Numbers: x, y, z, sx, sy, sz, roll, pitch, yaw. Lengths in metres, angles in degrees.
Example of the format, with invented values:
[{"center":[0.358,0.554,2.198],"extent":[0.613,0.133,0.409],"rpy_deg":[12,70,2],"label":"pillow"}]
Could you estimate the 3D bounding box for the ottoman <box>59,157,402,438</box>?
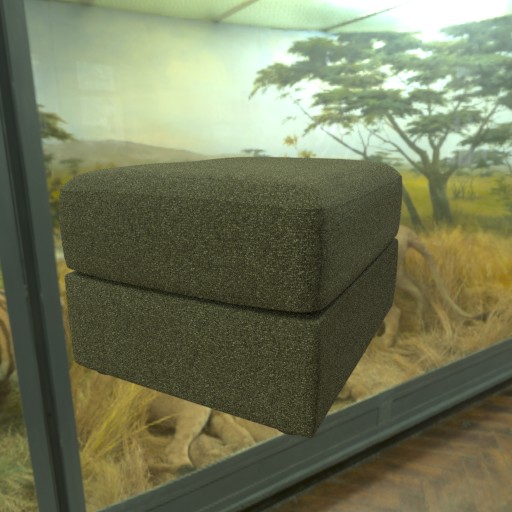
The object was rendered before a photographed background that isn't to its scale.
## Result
[{"center":[0.000,0.000,1.130],"extent":[0.598,0.476,0.742],"rpy_deg":[8,17,26],"label":"ottoman"}]
